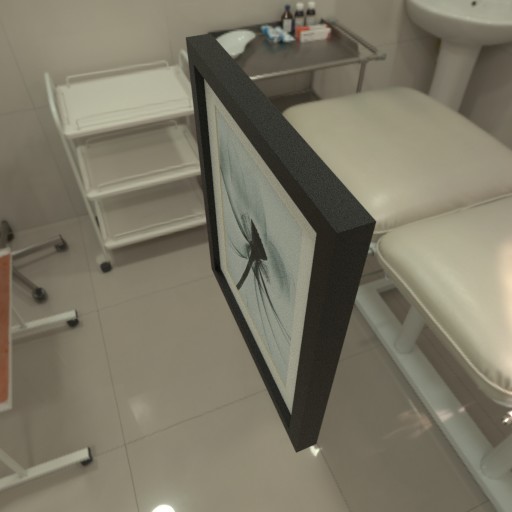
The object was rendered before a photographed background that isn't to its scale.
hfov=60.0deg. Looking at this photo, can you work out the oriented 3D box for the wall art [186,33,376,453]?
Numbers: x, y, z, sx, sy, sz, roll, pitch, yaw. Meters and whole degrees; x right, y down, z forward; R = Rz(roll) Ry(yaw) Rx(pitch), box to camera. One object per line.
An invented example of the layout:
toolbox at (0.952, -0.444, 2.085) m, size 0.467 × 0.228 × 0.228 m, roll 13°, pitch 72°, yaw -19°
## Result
wall art at (0.000, 0.000, 0.520) m, size 0.029 × 0.381 × 0.330 m, roll -17°, pitch 49°, yaw -15°
